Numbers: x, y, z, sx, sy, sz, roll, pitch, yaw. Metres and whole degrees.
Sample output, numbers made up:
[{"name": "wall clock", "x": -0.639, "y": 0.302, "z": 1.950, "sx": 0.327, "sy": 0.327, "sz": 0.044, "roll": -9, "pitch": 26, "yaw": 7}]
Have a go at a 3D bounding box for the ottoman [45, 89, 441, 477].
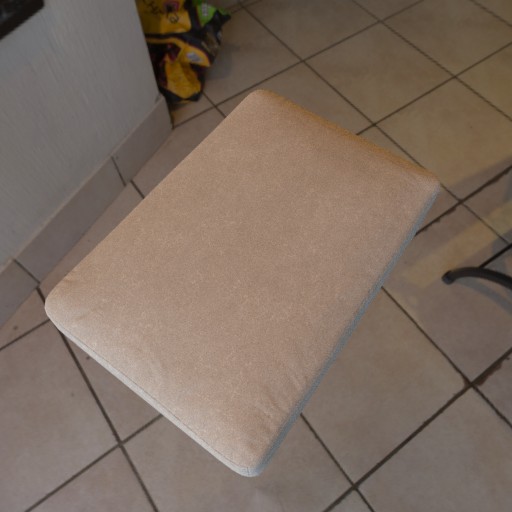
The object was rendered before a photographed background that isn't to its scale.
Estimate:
[{"name": "ottoman", "x": 0.000, "y": 0.000, "z": 1.578, "sx": 0.840, "sy": 0.429, "sz": 1.199, "roll": 32, "pitch": 67, "yaw": 16}]
